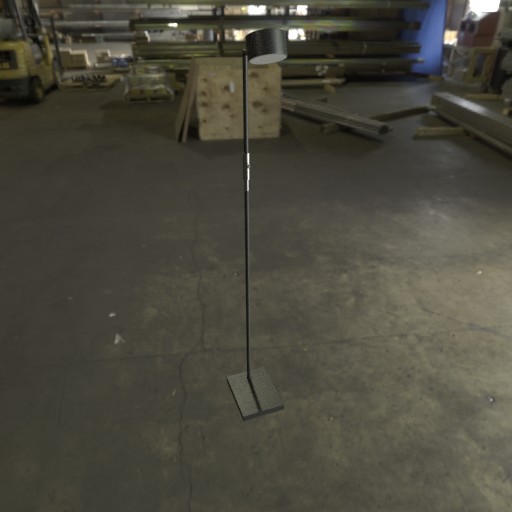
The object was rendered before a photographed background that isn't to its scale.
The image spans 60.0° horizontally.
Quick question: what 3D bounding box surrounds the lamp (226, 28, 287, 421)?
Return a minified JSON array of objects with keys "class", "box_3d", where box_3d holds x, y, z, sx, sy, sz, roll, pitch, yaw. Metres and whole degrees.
[{"class":"lamp","box_3d":[0.000,0.000,1.732,0.203,1.600,0.304,-11,32,-17]}]
